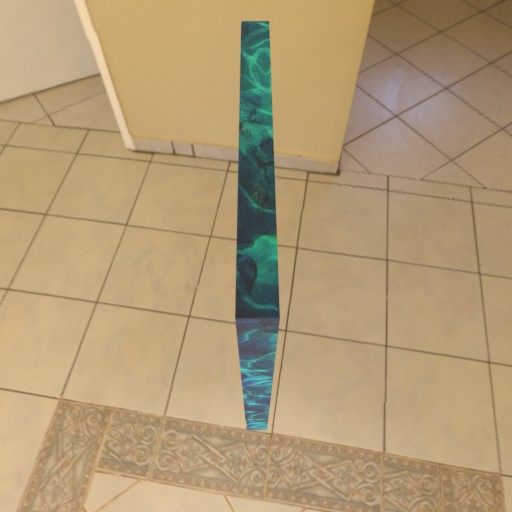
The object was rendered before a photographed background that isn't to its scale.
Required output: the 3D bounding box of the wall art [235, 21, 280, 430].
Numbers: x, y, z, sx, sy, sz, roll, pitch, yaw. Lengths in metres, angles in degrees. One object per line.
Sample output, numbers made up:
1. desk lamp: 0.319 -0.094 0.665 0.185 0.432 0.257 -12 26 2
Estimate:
1. wall art: 0.000 0.000 0.701 0.038 0.508 0.432 0 59 0
